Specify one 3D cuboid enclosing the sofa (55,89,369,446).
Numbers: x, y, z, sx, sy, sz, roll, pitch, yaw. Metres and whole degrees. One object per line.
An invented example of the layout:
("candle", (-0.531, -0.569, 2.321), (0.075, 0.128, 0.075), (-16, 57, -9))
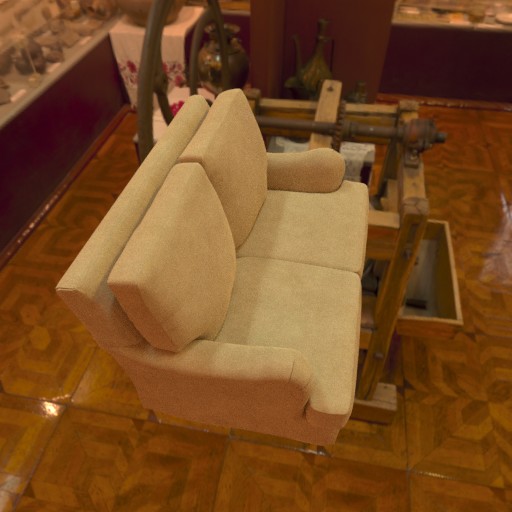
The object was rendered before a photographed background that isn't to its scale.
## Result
("sofa", (0.000, 0.000, 2.213), (1.086, 1.087, 1.498), (9, 47, 9))
